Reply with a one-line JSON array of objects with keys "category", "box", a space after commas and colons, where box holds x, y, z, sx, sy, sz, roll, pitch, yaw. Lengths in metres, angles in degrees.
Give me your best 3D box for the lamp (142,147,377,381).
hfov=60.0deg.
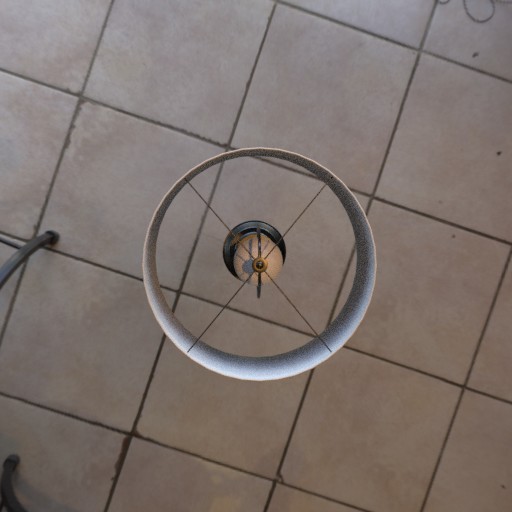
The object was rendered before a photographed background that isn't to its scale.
[{"category": "lamp", "box": [0.000, 0.000, 0.773, 0.331, 0.594, 0.331, 0, 92, -1]}]
